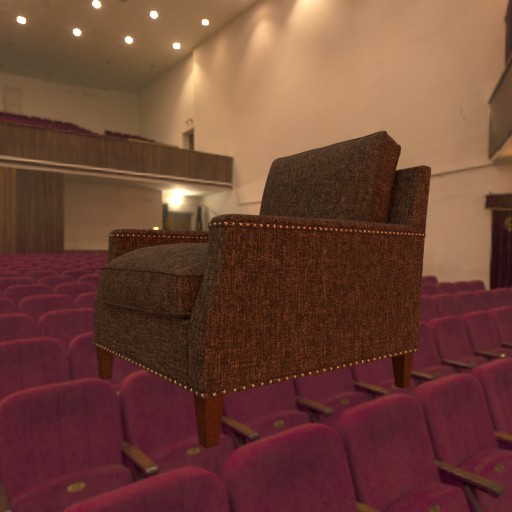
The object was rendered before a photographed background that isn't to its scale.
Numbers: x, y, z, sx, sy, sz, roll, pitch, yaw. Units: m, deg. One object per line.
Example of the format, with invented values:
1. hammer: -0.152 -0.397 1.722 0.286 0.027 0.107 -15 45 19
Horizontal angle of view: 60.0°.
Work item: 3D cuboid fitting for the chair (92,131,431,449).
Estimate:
1. chair: 0.000 0.000 1.675 1.014 0.943 0.853 0 0 -37
